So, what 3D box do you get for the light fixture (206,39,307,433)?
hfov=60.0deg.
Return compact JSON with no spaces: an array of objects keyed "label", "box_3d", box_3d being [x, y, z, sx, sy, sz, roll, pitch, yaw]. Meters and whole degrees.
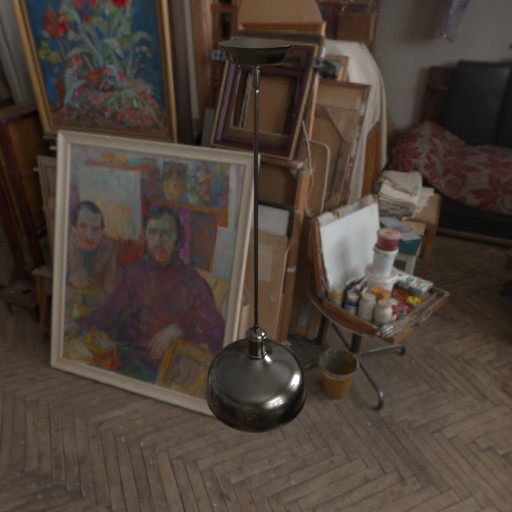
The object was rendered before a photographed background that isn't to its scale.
[{"label":"light fixture","box_3d":[0.000,0.000,1.074,0.299,0.935,0.299,-9,33,-14]}]
